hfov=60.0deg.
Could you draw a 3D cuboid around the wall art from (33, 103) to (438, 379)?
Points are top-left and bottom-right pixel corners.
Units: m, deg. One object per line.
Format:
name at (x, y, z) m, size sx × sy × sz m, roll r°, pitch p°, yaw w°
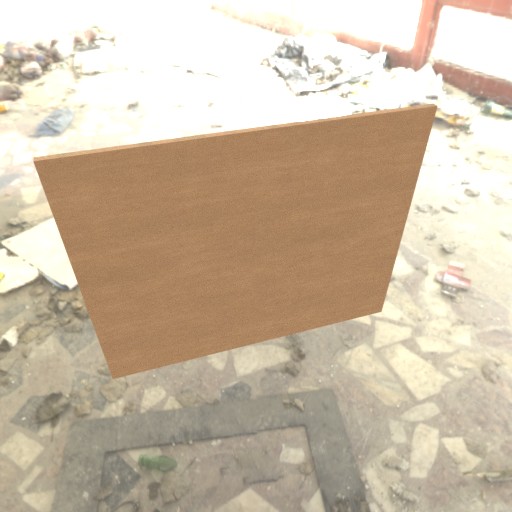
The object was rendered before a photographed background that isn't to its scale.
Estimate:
wall art at (0.000, 0.000, 0.673) m, size 0.508 × 0.408 × 0.010 m, roll -12°, pitch 42°, yaw -13°
